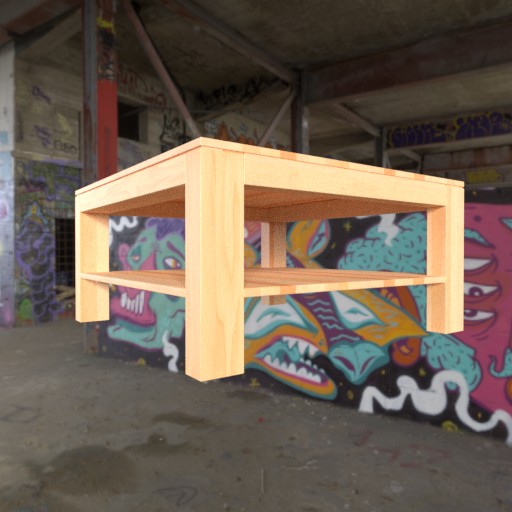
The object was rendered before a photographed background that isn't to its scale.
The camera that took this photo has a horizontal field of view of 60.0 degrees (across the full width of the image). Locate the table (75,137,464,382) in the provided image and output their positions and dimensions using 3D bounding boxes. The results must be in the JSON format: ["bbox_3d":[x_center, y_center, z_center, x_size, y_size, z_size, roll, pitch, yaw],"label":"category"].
[{"bbox_3d":[0.000,0.000,1.441,0.900,0.450,0.900,0,1,-36],"label":"table"}]
